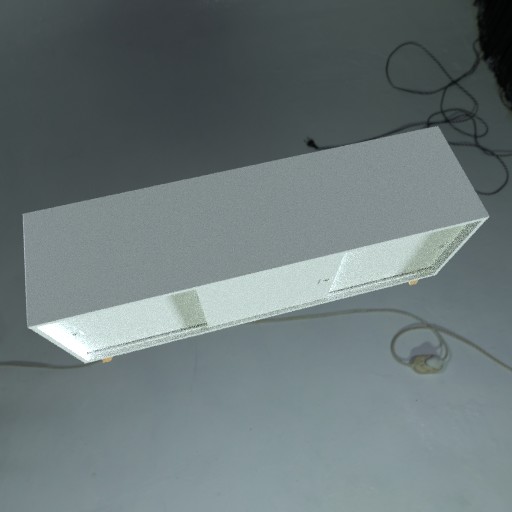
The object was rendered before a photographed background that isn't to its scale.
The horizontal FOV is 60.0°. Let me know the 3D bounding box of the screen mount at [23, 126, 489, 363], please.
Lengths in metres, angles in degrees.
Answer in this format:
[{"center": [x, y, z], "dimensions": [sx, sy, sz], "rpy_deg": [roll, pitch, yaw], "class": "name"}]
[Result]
[{"center": [0.000, 0.000, 1.744], "dimensions": [1.490, 0.619, 0.400], "rpy_deg": [-13, 65, -6], "class": "screen mount"}]
